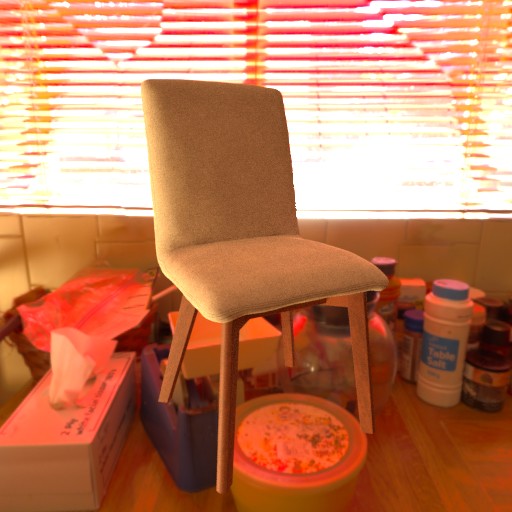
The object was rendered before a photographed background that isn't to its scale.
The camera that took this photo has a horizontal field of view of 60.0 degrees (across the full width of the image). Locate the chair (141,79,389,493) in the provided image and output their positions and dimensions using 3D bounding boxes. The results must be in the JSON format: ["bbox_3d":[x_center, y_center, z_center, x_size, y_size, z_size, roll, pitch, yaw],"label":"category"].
[{"bbox_3d":[0.000,0.000,1.253,0.522,0.974,0.563,-8,17,-27],"label":"chair"}]
